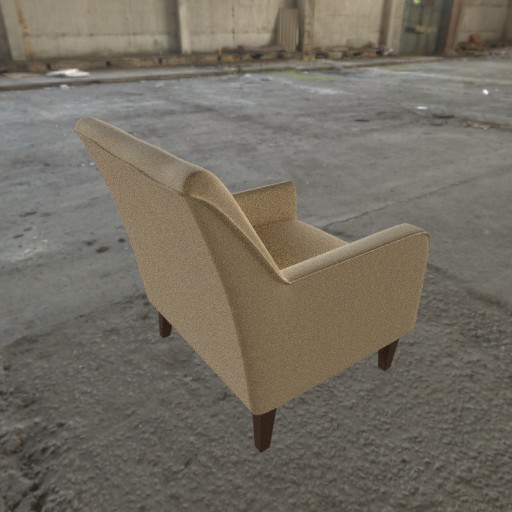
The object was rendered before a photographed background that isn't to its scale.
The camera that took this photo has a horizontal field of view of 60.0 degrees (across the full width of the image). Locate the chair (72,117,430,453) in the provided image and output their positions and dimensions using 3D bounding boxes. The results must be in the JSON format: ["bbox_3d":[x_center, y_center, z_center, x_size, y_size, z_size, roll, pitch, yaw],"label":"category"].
[{"bbox_3d":[0.000,0.000,1.552,0.899,0.919,0.780,-18,33,-31],"label":"chair"}]
